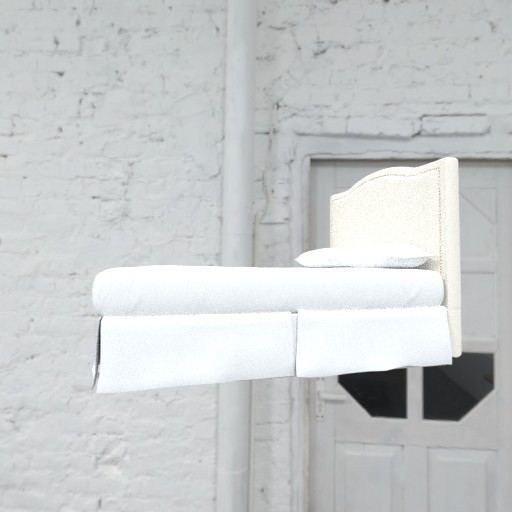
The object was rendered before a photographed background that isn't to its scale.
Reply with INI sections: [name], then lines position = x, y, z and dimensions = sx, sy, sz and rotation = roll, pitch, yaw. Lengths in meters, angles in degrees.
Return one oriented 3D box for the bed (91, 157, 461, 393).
[bed]
position = 0.000, 0.000, 3.381
dimensions = 2.282, 1.436, 1.821
rotation = 0, -1, -17
